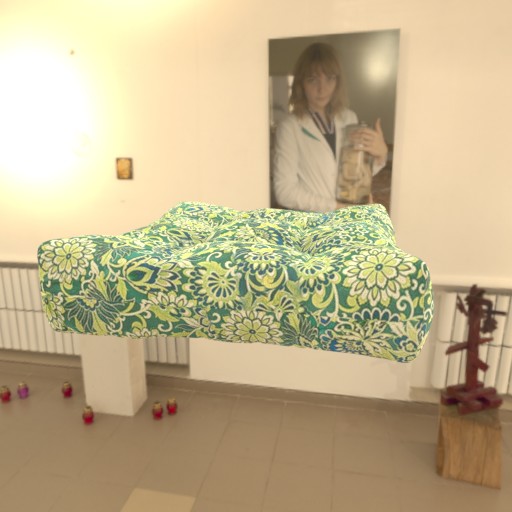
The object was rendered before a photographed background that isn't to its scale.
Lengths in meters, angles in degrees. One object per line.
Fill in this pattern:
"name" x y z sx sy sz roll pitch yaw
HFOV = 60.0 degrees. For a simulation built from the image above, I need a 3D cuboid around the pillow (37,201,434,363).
"pillow" 0.000 0.000 0.716 0.468 0.128 0.490 3 14 10
